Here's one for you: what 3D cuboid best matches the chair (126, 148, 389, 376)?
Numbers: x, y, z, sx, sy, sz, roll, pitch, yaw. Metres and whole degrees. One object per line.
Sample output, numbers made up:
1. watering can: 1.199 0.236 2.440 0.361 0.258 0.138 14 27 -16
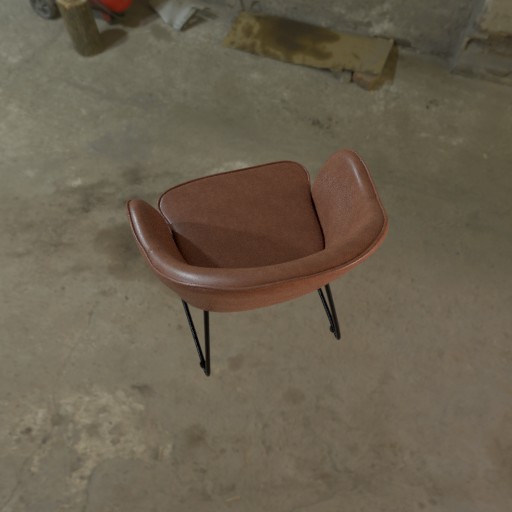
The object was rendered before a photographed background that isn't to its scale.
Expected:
1. chair: 0.000 0.000 1.217 0.582 0.785 0.580 -15 60 -9
